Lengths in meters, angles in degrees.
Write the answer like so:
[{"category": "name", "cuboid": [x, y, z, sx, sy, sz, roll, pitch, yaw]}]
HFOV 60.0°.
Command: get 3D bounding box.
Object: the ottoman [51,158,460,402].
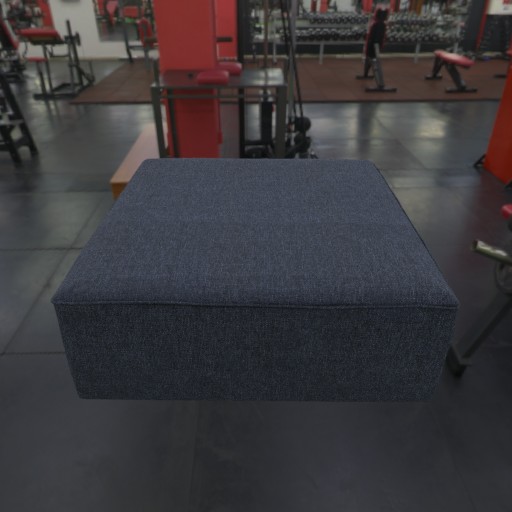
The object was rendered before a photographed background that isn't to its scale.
[{"category": "ottoman", "cuboid": [0.000, 0.000, 1.575, 1.023, 0.423, 1.017, 1, 32, 1]}]
